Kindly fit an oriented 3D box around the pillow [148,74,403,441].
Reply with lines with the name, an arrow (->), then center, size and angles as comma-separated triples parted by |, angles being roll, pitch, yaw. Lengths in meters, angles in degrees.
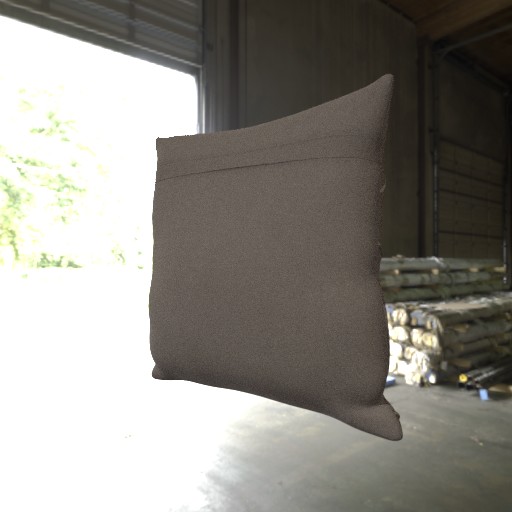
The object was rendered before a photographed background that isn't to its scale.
pillow -> 0.000, 0.000, 0.659 | 0.439, 0.440, 0.185 | 0, -1, 36
